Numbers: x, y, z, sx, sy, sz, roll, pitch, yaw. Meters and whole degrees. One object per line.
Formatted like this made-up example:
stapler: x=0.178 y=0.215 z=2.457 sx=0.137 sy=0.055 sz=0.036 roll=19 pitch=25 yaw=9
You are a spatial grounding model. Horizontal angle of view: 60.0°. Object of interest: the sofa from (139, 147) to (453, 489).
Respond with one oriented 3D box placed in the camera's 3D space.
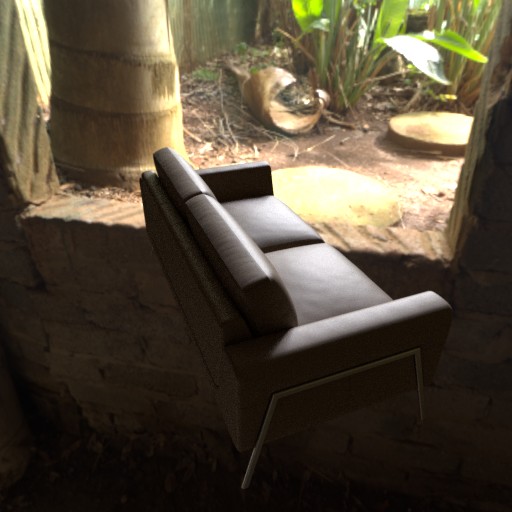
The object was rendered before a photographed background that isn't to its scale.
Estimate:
sofa: x=0.000 y=0.000 z=2.520 sx=0.953 sy=0.875 sz=2.017 roll=-12 pitch=33 yaw=-19
